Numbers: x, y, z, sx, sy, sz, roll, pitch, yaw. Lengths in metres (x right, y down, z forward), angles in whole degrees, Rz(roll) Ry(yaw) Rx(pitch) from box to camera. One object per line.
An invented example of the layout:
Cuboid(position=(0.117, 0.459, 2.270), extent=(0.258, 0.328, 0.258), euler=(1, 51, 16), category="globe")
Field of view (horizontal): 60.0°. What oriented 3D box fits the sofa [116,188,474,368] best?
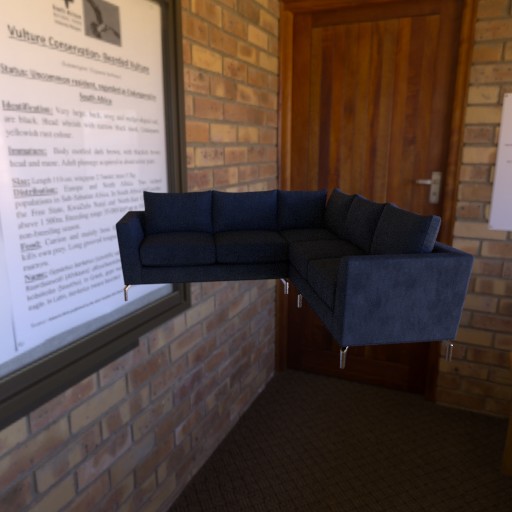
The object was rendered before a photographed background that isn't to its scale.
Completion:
Cuboid(position=(0.000, 0.000, 3.885), extent=(2.472, 0.988, 2.463), euler=(-2, 14, -8), category="sofa")
